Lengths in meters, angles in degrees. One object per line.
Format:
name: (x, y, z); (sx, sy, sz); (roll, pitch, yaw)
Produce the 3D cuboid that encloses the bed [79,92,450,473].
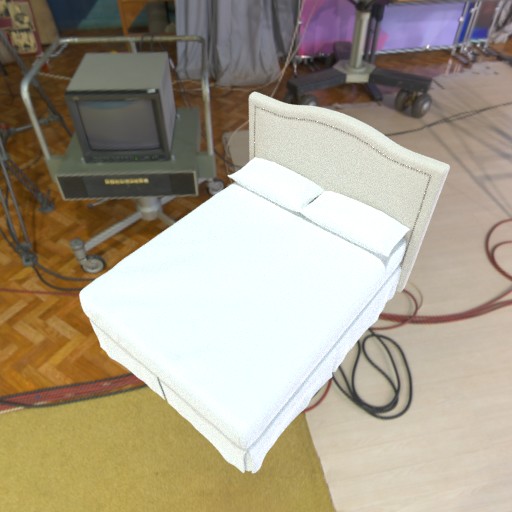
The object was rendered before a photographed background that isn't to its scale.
bed: (0.000, 0.000, 3.320); (1.753, 1.460, 2.143); (31, 53, 26)
